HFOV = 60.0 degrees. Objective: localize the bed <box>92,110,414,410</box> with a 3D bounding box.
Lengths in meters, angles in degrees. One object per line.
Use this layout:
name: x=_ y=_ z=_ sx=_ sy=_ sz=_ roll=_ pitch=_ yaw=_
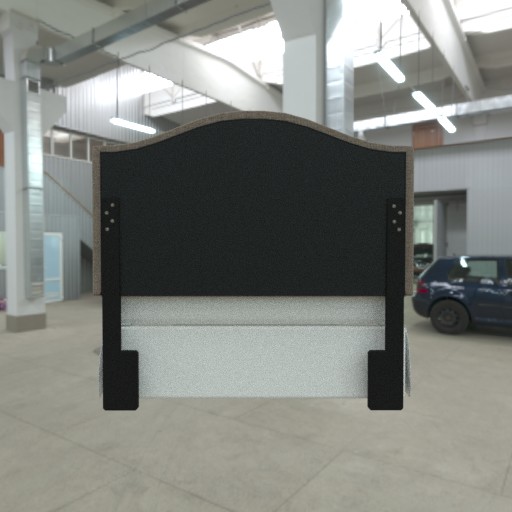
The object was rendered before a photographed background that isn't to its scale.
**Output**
bed: x=0.000 y=0.000 z=3.297 sx=1.713 sy=1.518 sz=2.153 roll=0 pitch=1 yaw=0
